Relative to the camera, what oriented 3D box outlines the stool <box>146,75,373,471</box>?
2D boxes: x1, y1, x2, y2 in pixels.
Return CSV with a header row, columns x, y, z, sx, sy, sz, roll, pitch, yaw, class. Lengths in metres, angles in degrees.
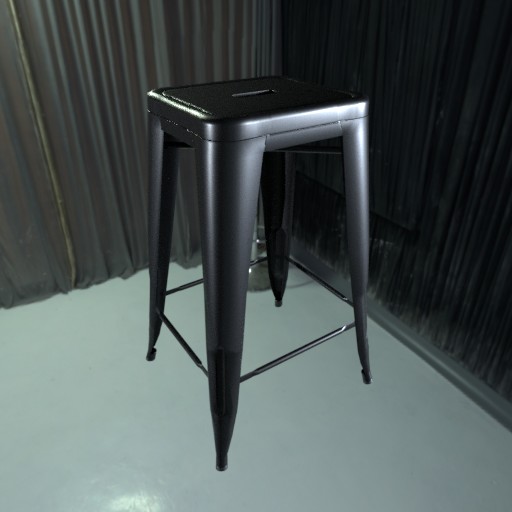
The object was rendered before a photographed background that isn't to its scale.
x,y,z,sx,sy,sz,roll,pitch,yaw,class
0.000,0.000,0.863,0.399,0.609,0.359,-19,36,-29,stool
